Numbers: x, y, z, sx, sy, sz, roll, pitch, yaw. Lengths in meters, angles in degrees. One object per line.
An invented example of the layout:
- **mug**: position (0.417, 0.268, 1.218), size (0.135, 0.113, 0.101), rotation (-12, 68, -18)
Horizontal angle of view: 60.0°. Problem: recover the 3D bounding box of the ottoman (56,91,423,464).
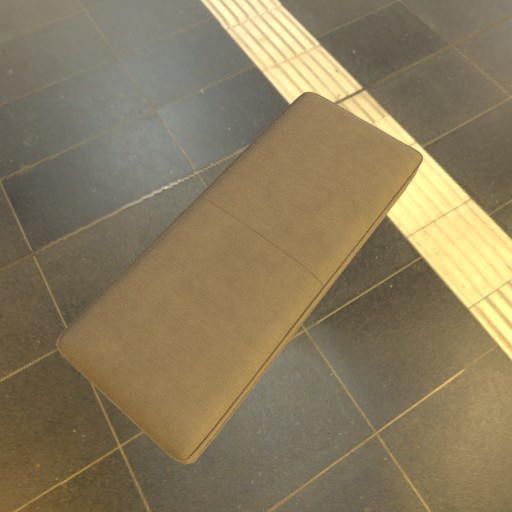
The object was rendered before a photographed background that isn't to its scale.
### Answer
- **ottoman**: position (0.000, 0.000, 2.105), size (0.751, 0.470, 1.764), rotation (36, 70, 15)
